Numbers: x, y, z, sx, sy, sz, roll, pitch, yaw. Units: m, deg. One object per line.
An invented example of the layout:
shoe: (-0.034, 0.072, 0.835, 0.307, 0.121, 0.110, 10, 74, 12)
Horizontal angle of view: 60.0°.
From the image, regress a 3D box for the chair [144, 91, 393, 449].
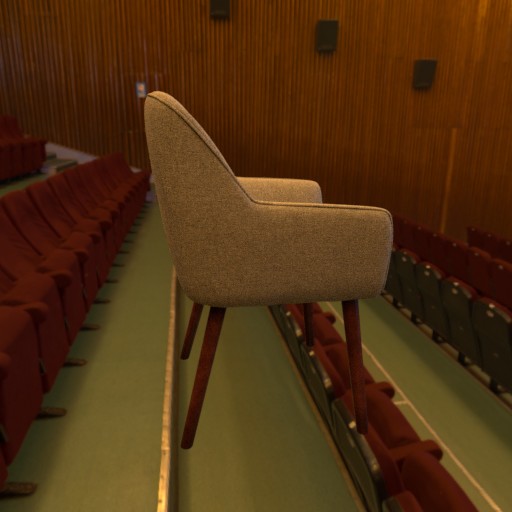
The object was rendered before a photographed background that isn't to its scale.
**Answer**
chair: (0.000, 0.000, 1.186, 0.519, 0.803, 0.543, -3, 16, -9)
